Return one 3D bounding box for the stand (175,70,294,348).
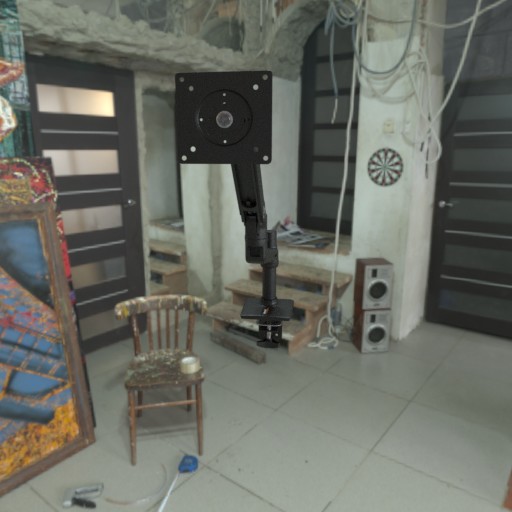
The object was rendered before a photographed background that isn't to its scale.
[{"bbox_3d":[0.000,0.000,1.049,0.152,0.713,0.650,2,14,8],"label":"stand"}]
